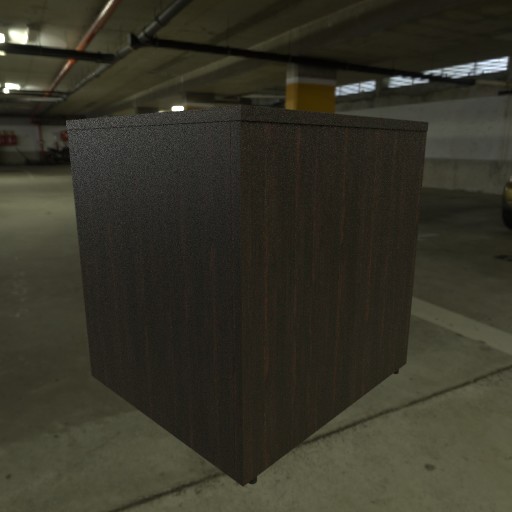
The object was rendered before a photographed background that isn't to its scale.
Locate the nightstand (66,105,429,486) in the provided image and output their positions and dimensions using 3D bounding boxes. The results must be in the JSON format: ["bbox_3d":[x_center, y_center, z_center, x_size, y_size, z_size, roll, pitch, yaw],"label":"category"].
[{"bbox_3d":[0.000,0.000,0.791,0.400,0.460,0.461,13,19,42],"label":"nightstand"}]
